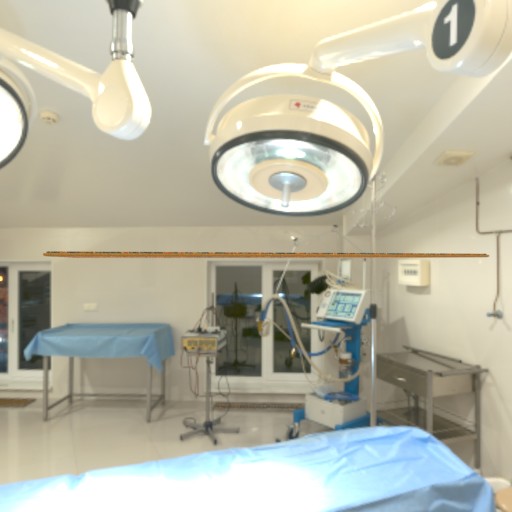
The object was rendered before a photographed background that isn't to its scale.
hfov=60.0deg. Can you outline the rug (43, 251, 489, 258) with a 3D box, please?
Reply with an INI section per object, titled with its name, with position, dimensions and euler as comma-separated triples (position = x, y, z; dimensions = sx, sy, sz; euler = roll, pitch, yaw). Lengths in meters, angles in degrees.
[rug]
position = 0.000, 0.000, 1.071
dimensions = 0.863, 0.008, 0.557
euler = 0, -1, -18
